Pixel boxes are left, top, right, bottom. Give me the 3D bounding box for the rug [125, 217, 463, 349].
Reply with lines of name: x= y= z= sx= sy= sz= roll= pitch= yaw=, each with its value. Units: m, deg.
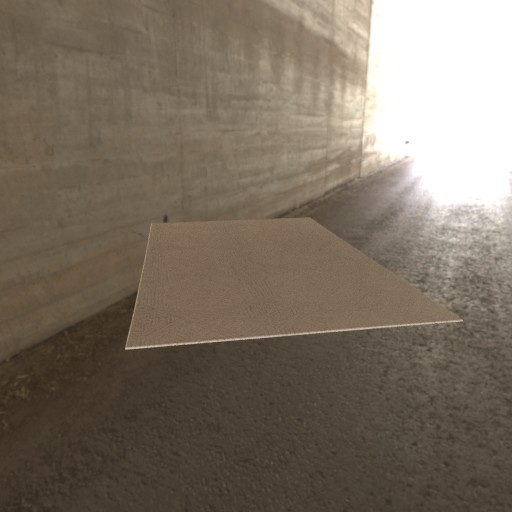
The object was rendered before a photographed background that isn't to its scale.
rug: x=0.000 y=0.000 z=3.083 sx=1.524 sy=0.008 sz=2.440 roll=-3 pitch=17 yaw=-10
